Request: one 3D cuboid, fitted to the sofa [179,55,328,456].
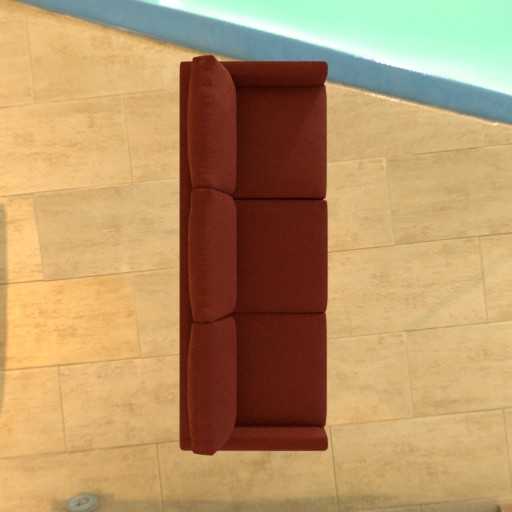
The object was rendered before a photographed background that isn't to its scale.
[{"bbox_3d":[0.000,0.000,2.700,0.875,0.879,2.252,0,90,0],"label":"sofa"}]
